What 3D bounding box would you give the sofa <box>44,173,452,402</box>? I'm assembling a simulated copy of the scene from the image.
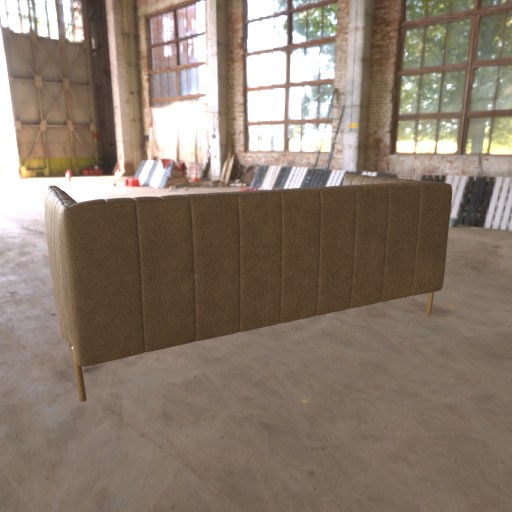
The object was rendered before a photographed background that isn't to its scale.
[{"bbox_3d":[0.000,0.000,2.359,1.980,0.779,0.876,-7,16,-27],"label":"sofa"}]
